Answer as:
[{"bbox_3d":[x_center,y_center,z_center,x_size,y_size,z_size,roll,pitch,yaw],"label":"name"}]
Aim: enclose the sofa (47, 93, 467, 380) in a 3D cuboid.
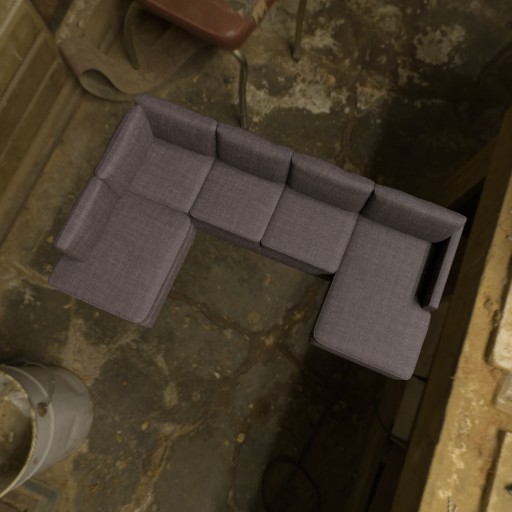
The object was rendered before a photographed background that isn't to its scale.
[{"bbox_3d":[0.000,0.000,4.234,3.423,0.999,2.048,22,77,6],"label":"sofa"}]
